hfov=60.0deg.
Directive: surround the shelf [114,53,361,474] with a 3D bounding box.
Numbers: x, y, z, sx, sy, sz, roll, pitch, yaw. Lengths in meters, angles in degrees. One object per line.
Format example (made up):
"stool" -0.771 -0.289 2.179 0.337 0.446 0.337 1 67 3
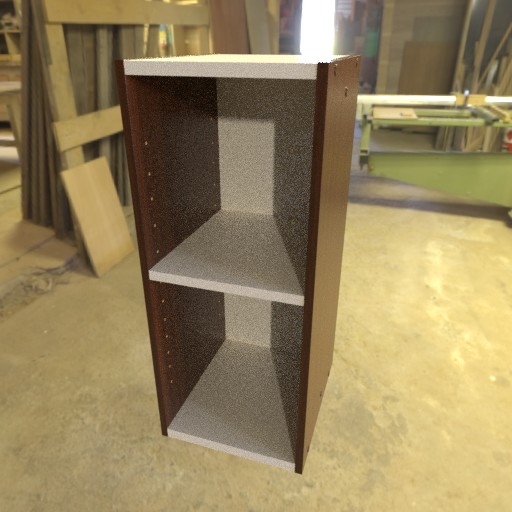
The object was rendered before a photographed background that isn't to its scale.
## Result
"shelf" 0.000 0.000 0.732 0.253 0.600 0.290 8 27 16
